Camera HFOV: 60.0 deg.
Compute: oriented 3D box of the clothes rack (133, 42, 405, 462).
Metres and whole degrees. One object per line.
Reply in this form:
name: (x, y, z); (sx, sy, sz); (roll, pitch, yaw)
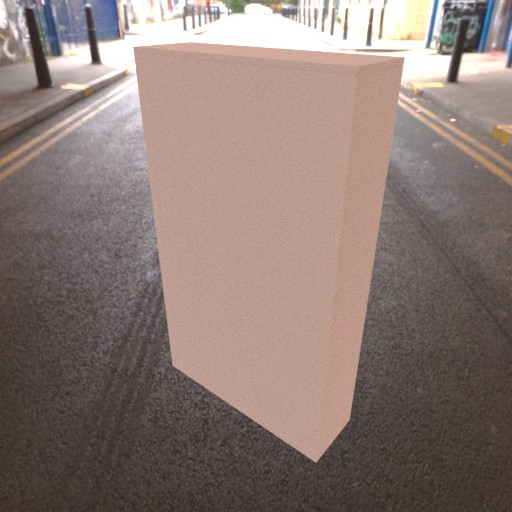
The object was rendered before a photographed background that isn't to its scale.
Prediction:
clothes rack: (0.000, 0.000, 1.520); (0.750, 1.280, 0.250); (22, 37, 34)
